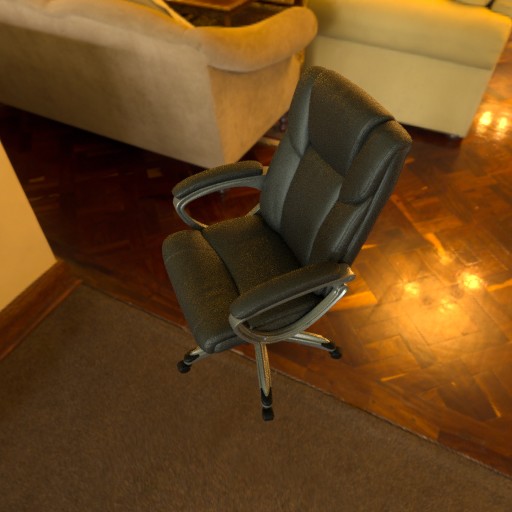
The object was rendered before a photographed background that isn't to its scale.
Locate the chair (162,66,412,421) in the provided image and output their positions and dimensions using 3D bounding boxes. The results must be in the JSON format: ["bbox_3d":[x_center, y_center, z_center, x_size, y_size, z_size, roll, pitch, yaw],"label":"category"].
[{"bbox_3d":[0.000,0.000,1.587,0.719,1.130,0.721,-16,48,-15],"label":"chair"}]
